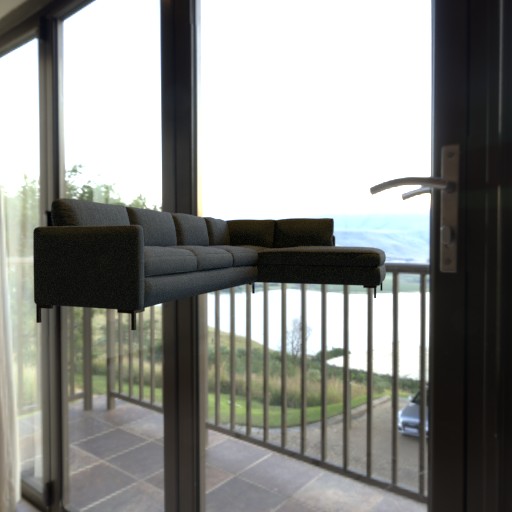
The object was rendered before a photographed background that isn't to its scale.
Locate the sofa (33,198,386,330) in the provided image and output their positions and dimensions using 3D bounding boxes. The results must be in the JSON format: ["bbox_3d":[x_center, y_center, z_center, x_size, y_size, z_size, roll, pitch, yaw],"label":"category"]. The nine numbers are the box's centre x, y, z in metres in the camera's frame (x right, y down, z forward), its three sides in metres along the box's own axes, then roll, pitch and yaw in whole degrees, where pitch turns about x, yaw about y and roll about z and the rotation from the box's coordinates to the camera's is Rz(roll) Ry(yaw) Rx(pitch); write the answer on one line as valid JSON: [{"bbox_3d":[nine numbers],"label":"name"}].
[{"bbox_3d":[0.000,0.000,3.859,2.007,0.815,2.949,0,1,20],"label":"sofa"}]
